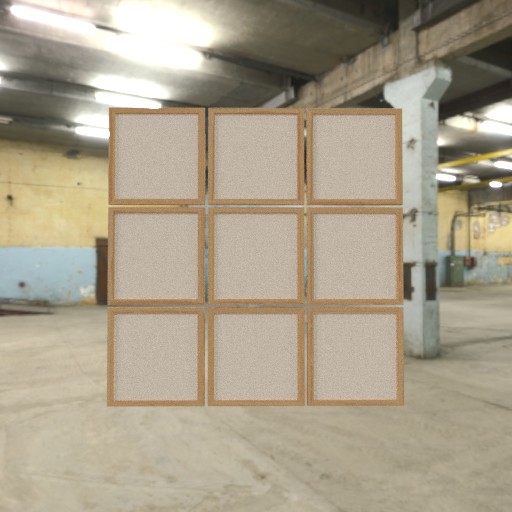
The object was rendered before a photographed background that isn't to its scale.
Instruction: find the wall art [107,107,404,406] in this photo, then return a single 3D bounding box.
[{"bbox_3d":[0.000,0.000,1.363,0.904,0.913,0.013,0,-1,-1],"label":"wall art"}]
